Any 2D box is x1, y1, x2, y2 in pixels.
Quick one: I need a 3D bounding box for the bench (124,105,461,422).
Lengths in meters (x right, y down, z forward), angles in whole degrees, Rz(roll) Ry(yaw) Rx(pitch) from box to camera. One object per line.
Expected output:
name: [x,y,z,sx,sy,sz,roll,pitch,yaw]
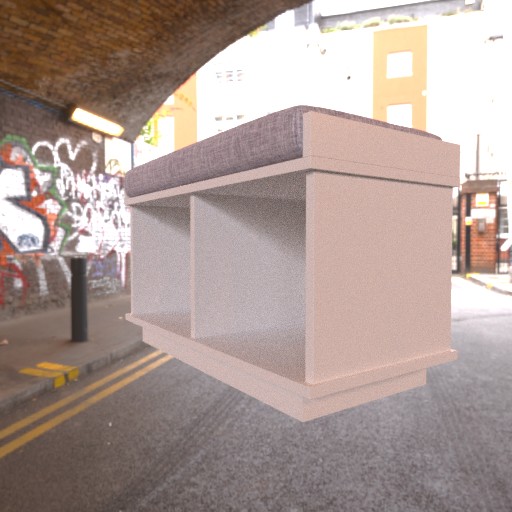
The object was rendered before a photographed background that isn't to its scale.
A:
bench: [0.000,0.000,0.980,0.362,0.461,0.734,-1,2,-35]
